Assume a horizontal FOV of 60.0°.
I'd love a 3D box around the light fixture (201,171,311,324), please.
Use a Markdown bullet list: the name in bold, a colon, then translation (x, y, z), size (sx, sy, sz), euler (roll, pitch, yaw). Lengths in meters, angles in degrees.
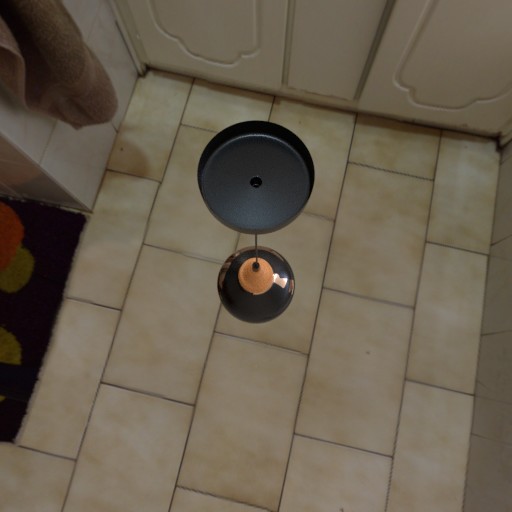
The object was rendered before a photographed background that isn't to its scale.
- **light fixture**: translation (0.000, 0.000, 1.815), size (0.430, 1.606, 0.430), euler (15, 77, 4)
